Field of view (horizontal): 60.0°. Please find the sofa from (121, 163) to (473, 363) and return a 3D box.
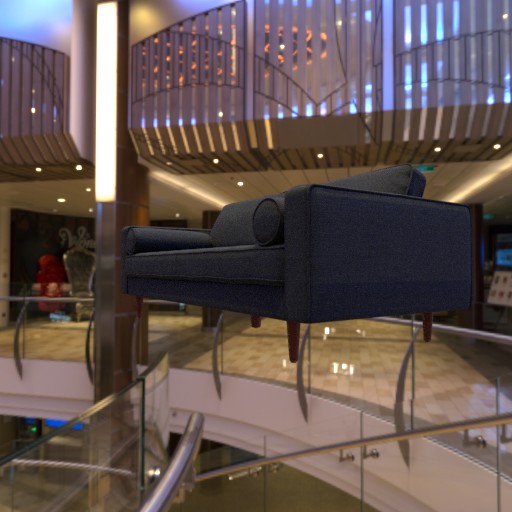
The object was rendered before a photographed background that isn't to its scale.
[{"bbox_3d":[0.000,0.000,2.349,0.914,0.762,1.880,1,-2,-34],"label":"sofa"}]
